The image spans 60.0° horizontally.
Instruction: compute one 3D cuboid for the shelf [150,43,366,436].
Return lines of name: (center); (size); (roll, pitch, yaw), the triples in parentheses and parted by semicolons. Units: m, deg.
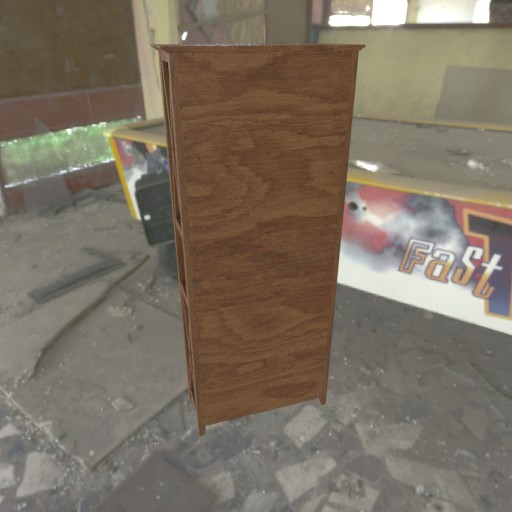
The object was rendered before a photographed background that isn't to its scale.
shelf: (0.000, 0.000, 2.212); (0.805, 1.905, 0.335); (-8, 28, -16)
